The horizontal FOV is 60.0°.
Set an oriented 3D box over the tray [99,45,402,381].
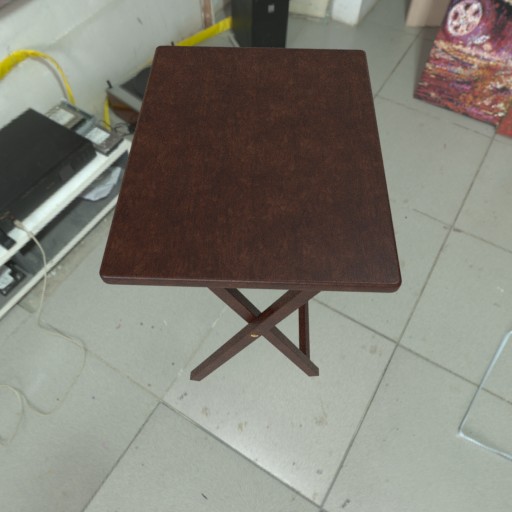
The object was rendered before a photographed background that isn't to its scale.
[{"bbox_3d":[0.000,0.000,0.956,0.381,0.660,0.483,2,58,1],"label":"tray"}]
